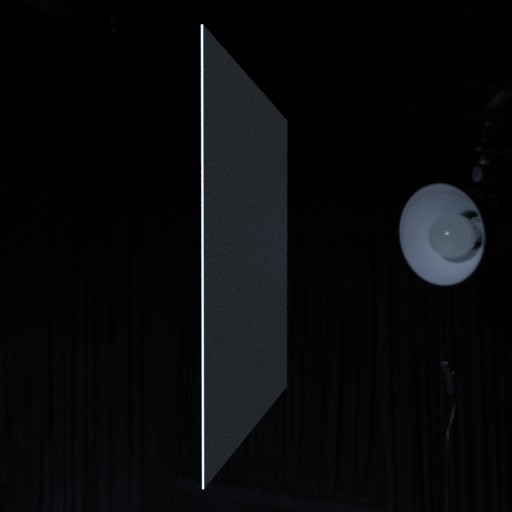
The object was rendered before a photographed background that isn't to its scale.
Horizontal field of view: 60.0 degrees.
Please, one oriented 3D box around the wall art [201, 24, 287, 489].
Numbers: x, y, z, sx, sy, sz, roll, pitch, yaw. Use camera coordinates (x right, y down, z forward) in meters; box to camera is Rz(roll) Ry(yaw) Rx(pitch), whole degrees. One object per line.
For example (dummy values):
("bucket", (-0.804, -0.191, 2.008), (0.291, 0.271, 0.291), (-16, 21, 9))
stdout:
("wall art", (0.000, 0.000, 0.799), (0.003, 0.609, 0.457), (0, 1, 18))
